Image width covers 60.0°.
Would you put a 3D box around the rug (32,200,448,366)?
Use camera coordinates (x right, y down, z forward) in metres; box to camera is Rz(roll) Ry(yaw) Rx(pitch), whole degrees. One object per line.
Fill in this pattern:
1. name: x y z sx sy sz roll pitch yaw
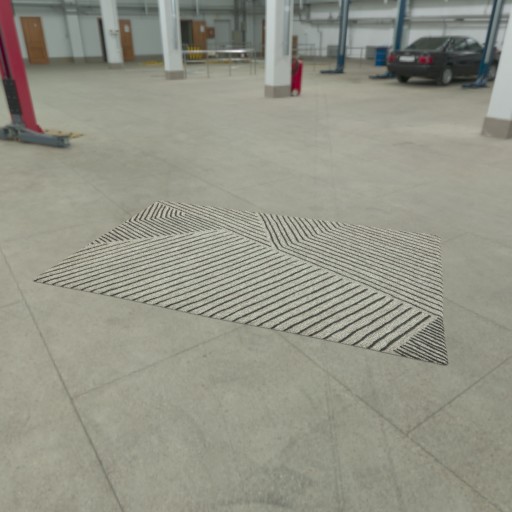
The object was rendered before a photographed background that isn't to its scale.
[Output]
1. rug: 0.000 0.000 3.034 2.406 0.023 1.539 9 28 17
